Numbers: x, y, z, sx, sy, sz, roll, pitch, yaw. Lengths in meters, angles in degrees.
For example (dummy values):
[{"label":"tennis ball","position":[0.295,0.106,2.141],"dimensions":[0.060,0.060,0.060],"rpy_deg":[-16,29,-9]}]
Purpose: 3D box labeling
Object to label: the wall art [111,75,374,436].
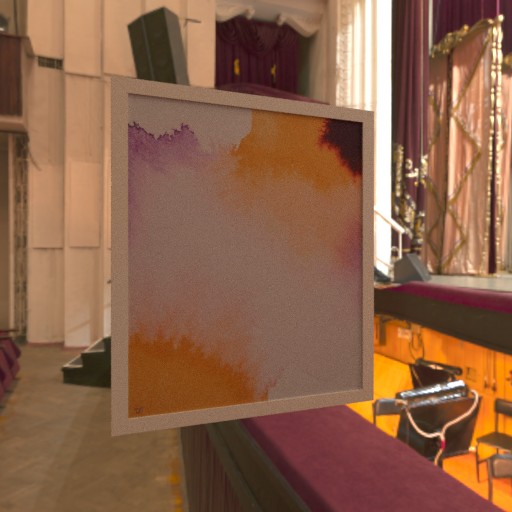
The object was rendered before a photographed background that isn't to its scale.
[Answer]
[{"label":"wall art","position":[0.000,0.000,0.774],"dimensions":[0.482,0.557,0.012],"rpy_deg":[0,0,-21]}]
